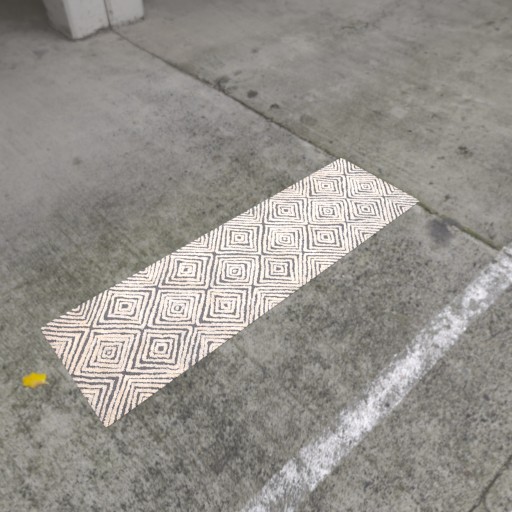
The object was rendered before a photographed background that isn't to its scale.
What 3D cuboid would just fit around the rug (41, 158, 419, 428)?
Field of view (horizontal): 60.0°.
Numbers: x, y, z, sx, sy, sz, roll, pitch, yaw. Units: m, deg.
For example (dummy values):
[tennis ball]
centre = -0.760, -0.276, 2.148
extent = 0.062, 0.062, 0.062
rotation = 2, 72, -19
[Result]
[rug]
centre = 0.000, 0.000, 2.557
extent = 2.277, 0.008, 0.676
rotation = -32, 54, -28
